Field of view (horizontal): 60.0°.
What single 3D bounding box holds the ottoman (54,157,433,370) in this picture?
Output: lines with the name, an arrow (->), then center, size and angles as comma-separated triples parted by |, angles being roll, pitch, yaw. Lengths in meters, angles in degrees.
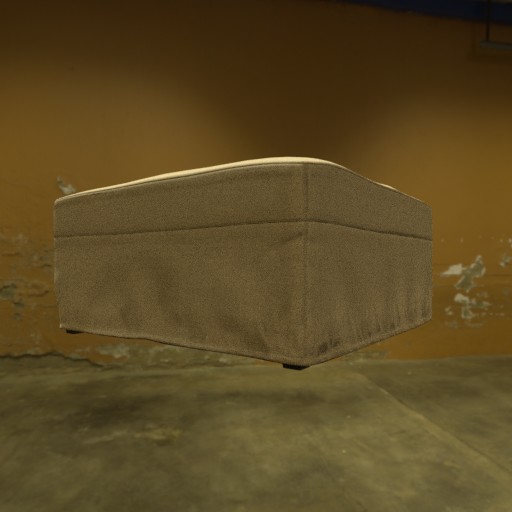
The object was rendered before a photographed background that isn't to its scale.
ottoman -> 0.000, 0.000, 1.334 | 0.840, 0.436, 0.843 | -1, -1, 36
